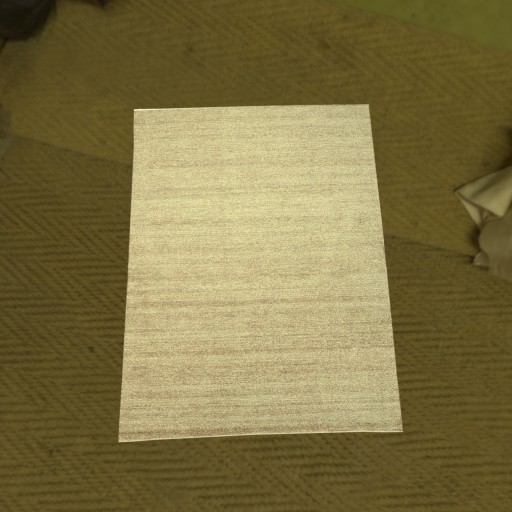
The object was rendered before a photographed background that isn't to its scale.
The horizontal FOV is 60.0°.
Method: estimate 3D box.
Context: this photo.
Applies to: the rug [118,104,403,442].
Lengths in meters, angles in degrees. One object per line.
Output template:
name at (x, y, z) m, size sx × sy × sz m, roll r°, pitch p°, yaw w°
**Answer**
rug at (0.000, 0.000, 4.174) m, size 2.434 × 0.045 × 3.202 m, roll -1°, pitch 75°, yaw 0°
